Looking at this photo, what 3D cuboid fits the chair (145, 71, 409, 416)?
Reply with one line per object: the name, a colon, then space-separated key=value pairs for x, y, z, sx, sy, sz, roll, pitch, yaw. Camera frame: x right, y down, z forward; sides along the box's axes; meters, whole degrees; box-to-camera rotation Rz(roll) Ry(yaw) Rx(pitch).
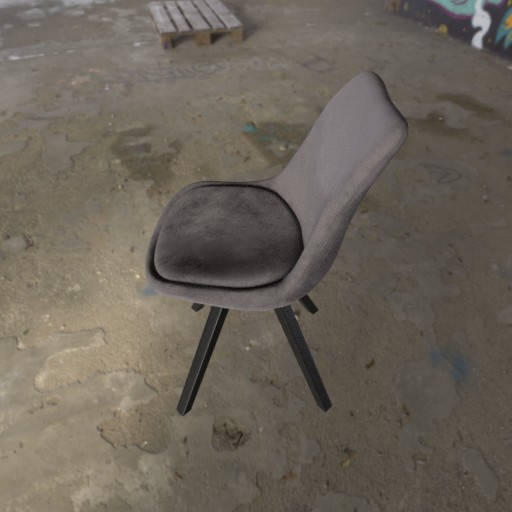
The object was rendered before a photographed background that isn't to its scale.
chair: x=0.000 y=0.000 z=1.150 sx=0.550 sy=0.850 sz=0.476 roll=0 pitch=42 yaw=0
